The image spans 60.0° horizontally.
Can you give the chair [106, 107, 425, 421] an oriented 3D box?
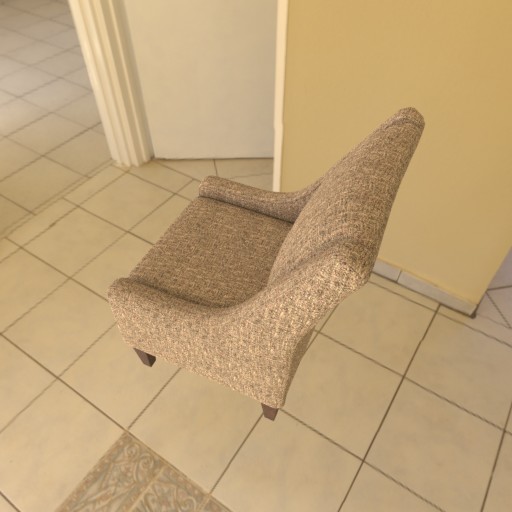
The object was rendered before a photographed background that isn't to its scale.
[{"bbox_3d":[0.000,0.000,1.658,0.870,1.014,0.774,18,49,16],"label":"chair"}]
